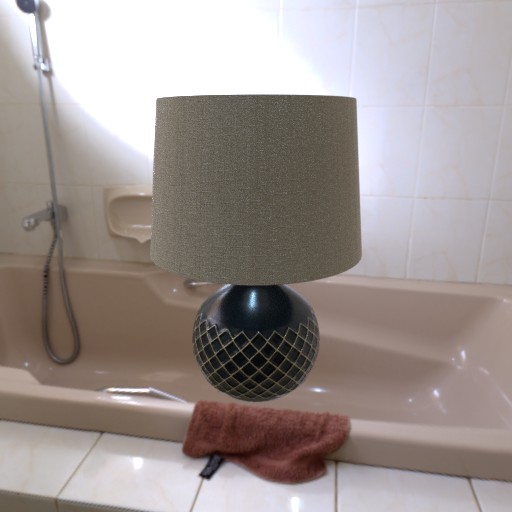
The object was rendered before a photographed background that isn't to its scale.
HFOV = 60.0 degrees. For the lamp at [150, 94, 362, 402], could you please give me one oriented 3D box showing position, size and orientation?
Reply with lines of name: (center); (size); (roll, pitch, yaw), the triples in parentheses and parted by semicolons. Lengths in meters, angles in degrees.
lamp: (0.000, 0.000, 0.811); (0.376, 0.540, 0.376); (0, 17, 0)
